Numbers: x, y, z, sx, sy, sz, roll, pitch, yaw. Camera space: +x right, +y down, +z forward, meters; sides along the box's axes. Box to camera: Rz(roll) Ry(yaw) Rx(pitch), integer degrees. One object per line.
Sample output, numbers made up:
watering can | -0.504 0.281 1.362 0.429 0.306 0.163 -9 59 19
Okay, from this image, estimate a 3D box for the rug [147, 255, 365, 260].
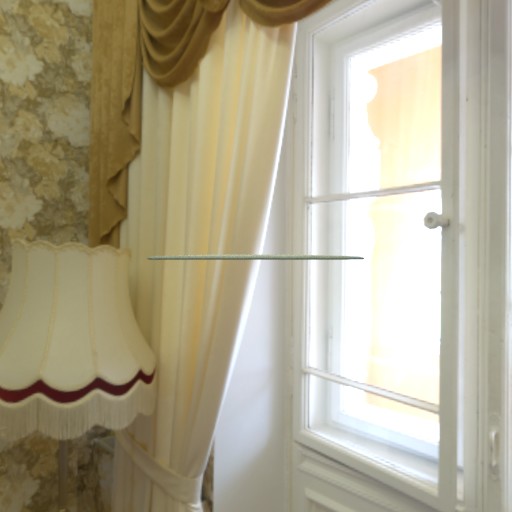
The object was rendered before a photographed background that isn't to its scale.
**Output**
rug | 0.000 0.000 2.441 0.662 0.011 2.196 0 0 0
